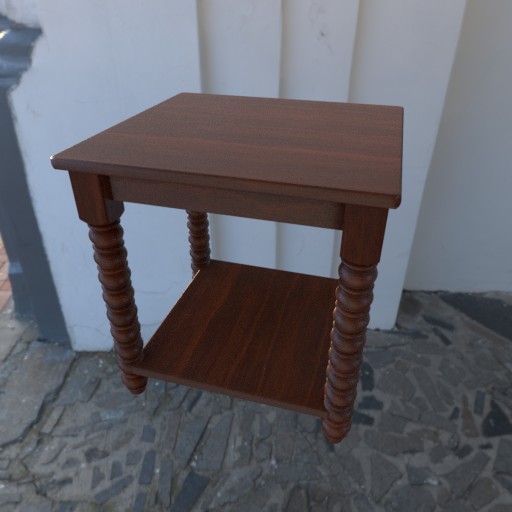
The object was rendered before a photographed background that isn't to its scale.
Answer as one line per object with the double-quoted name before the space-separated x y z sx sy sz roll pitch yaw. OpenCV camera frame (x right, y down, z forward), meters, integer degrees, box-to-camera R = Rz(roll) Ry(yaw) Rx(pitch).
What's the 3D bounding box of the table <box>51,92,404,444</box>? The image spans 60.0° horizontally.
"table" 0.000 0.000 0.980 0.533 0.567 0.500 9 33 14
